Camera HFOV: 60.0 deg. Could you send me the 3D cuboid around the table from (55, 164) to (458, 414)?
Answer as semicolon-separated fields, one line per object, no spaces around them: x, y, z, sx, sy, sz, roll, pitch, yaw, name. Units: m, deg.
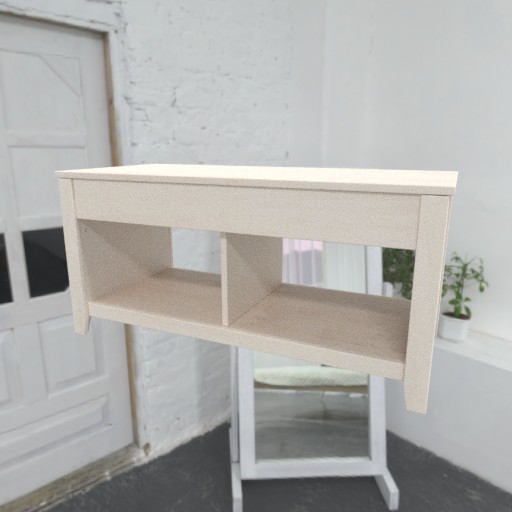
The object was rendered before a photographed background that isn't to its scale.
0.000;0.000;1.283;1.016;0.483;0.457;7;16;24;table
